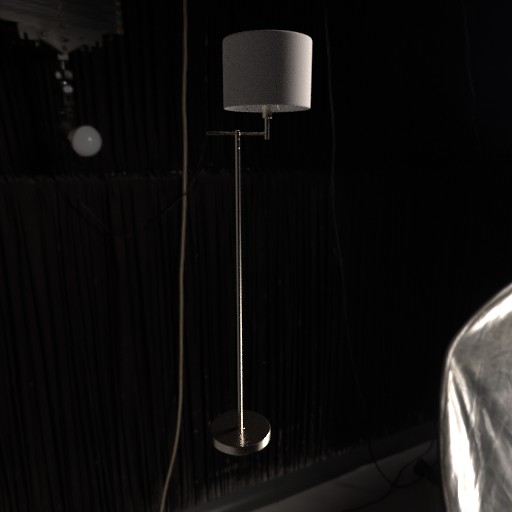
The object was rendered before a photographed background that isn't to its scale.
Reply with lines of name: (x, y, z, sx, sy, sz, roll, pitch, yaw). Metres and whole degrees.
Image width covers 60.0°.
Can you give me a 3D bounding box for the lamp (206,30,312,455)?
lamp: (0.000, 0.000, 1.785, 0.416, 1.600, 0.324, -7, 15, -26)
